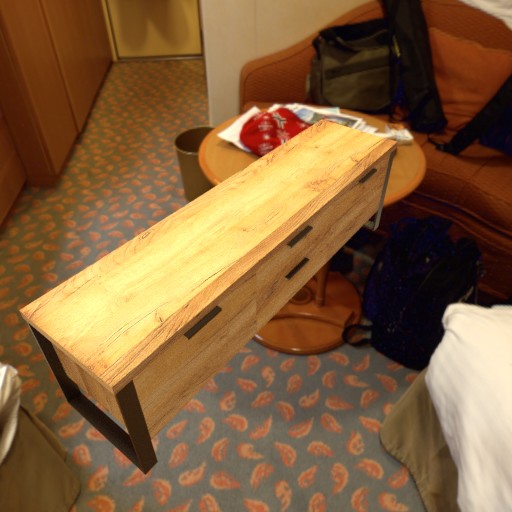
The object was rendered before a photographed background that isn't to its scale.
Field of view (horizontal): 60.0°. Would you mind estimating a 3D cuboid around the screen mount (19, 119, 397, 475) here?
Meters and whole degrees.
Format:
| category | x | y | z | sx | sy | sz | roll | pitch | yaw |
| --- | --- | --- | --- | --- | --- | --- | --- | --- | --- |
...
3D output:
| category | x | y | z | sx | sy | sz | roll | pitch | yaw |
| --- | --- | --- | --- | --- | --- | --- | --- | --- | --- |
| screen mount | 0.000 | 0.000 | 1.676 | 0.395 | 0.450 | 1.524 | 27 | 47 | 28 |
